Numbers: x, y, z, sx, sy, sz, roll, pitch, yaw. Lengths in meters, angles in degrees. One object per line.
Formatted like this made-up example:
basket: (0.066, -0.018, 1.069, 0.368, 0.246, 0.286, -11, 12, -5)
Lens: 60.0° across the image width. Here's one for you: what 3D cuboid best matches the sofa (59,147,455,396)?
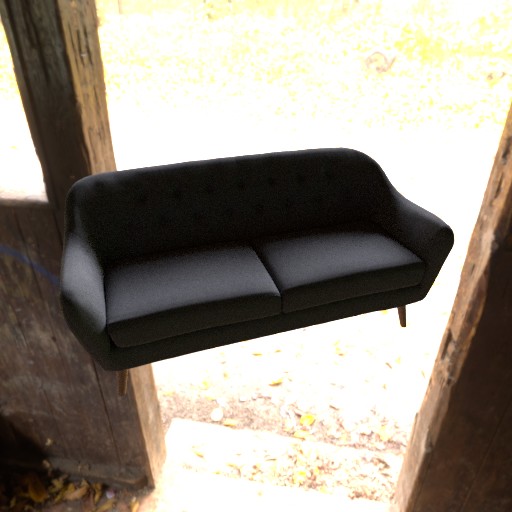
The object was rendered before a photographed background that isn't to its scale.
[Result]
sofa: (0.000, 0.000, 2.299, 1.840, 0.820, 0.820, -10, 33, -15)
